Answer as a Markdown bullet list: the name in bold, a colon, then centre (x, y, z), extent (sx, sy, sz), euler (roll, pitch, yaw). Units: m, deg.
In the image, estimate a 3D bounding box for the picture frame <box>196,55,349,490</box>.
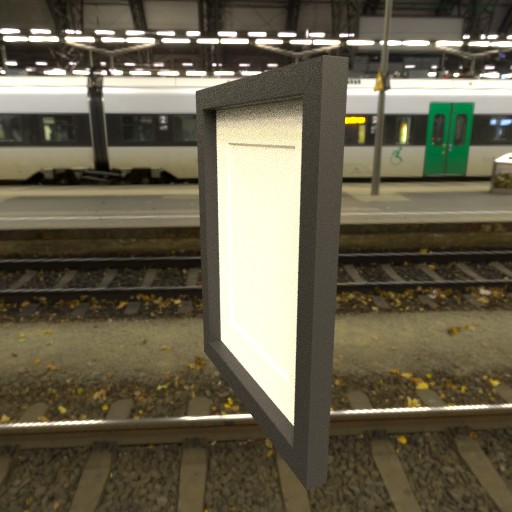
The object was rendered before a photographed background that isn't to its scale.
- **picture frame**: centre (0.000, 0.000, 0.513), extent (0.036, 0.383, 0.307), euler (-7, 17, -24)
